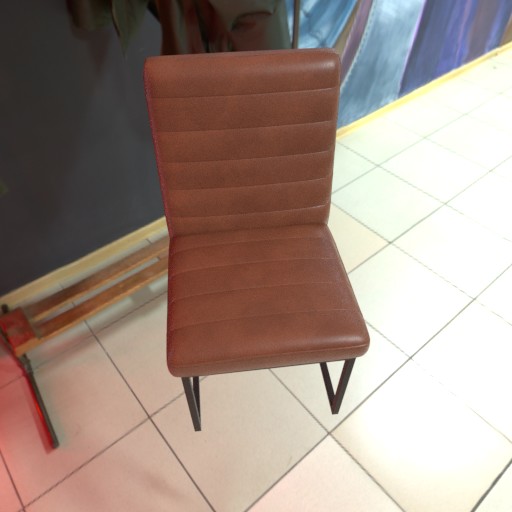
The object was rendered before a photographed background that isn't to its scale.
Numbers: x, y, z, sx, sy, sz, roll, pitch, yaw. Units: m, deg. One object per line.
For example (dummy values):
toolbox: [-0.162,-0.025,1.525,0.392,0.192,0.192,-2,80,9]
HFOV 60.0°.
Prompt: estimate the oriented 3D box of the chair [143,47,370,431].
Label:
chair: [0.000,0.000,1.280,0.520,0.930,0.634,-5,47,-5]
